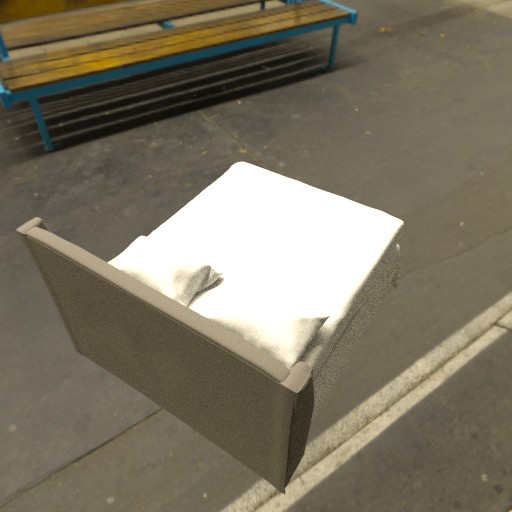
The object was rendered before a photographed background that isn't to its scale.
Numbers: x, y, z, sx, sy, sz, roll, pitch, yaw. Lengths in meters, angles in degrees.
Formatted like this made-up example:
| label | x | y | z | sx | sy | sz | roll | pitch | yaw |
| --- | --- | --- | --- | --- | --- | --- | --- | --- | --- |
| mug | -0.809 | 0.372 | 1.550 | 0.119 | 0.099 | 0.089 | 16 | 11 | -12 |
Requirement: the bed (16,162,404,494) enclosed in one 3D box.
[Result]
| label | x | y | z | sx | sy | sz | roll | pitch | yaw |
| --- | --- | --- | --- | --- | --- | --- | --- | --- | --- |
| bed | 0.000 | 0.000 | 3.337 | 1.925 | 1.332 | 2.276 | 25 | 50 | 23 |
